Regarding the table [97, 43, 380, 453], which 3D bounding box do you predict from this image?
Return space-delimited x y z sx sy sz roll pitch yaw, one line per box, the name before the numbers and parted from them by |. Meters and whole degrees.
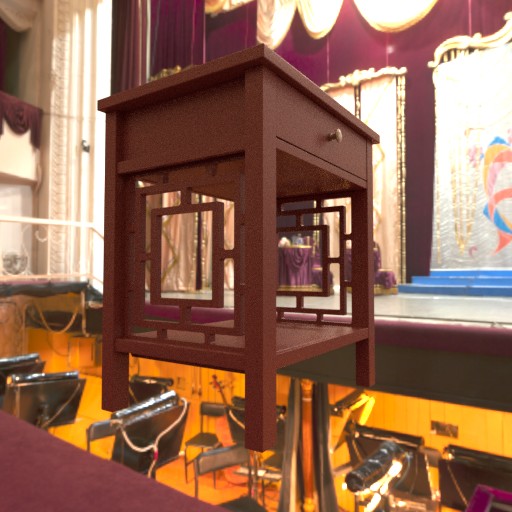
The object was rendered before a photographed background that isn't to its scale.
table | 0.000 0.000 1.097 0.451 0.686 0.599 -2 -3 34
